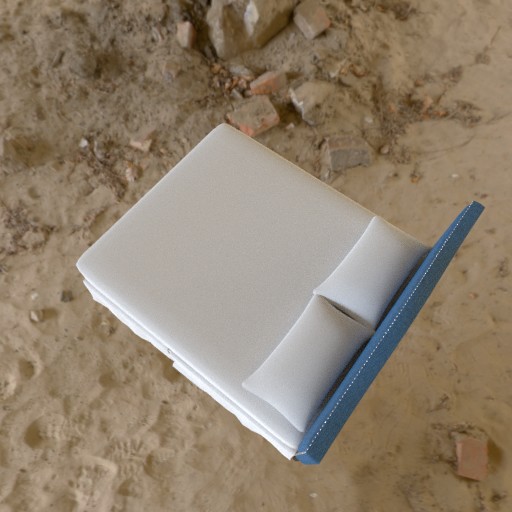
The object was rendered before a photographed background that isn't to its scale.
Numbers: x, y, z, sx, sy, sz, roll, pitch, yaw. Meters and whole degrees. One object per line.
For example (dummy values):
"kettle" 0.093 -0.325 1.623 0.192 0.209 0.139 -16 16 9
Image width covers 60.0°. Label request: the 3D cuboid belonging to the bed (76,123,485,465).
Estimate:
"bed" 0.000 0.000 2.796 1.872 1.169 1.610 35 69 15
